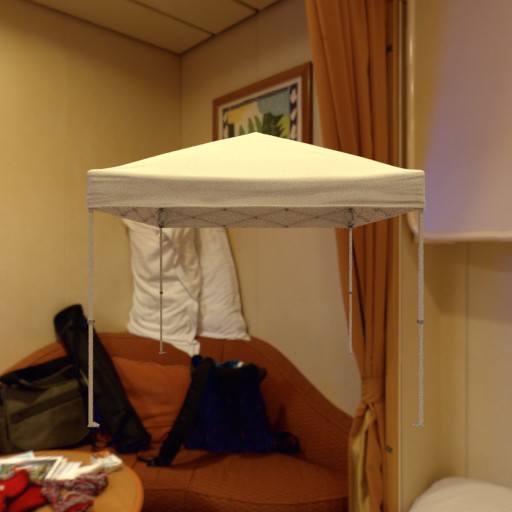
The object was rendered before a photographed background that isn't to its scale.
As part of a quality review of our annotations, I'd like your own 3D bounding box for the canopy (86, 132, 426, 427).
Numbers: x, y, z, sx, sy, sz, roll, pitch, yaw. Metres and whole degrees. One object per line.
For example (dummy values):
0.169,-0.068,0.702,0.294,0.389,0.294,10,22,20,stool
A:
0.000,0.000,5.376,2.998,2.997,2.996,0,0,0,canopy
